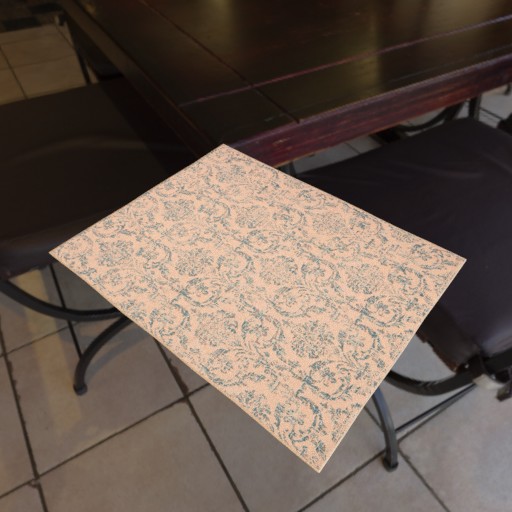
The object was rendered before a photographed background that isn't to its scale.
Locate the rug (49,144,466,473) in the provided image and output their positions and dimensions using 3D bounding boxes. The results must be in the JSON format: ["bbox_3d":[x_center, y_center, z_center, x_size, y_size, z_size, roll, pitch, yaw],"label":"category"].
[{"bbox_3d":[0.000,0.000,4.031,2.980,0.012,2.363,31,54,26],"label":"rug"}]
